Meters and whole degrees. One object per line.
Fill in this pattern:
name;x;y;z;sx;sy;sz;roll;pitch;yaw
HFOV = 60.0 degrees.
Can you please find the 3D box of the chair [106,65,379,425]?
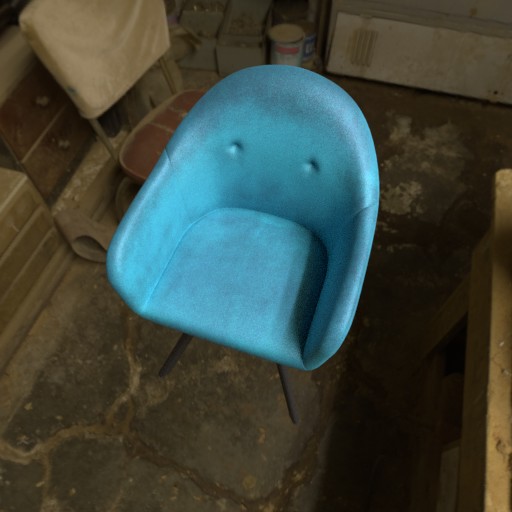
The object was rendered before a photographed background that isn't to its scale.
chair;0.000;0.000;1.177;0.540;0.780;0.570;16;58;10
